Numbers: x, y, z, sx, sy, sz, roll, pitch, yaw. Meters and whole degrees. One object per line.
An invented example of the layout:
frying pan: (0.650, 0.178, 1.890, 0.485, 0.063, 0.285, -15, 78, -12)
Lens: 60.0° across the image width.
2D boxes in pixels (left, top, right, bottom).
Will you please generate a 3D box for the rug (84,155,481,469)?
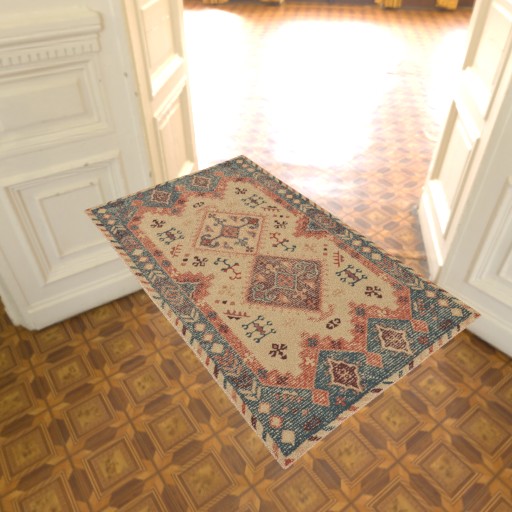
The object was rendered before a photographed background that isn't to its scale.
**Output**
rug: (0.000, 0.000, 3.039, 1.521, 0.023, 2.464, -26, 47, -27)
